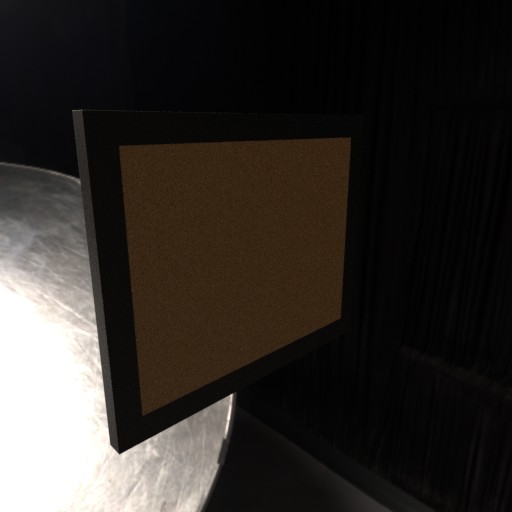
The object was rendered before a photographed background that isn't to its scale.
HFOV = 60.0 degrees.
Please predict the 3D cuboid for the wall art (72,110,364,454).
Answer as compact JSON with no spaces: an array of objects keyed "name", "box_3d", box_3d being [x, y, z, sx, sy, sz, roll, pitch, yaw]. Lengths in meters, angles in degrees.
[{"name":"wall art","box_3d":[0.000,0.000,0.752,0.561,0.460,0.028,-15,22,-42]}]
